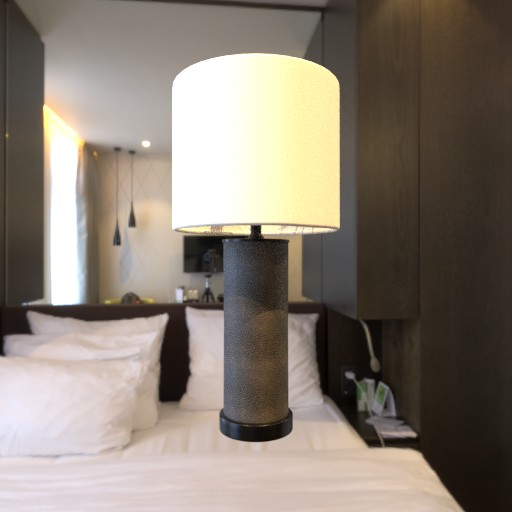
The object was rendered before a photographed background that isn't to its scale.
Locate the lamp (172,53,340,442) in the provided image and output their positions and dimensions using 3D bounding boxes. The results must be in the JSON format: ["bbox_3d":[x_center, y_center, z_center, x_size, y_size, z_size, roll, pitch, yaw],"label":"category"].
[{"bbox_3d":[0.000,0.000,0.822,0.305,0.634,0.305,0,0,-36],"label":"lamp"}]
